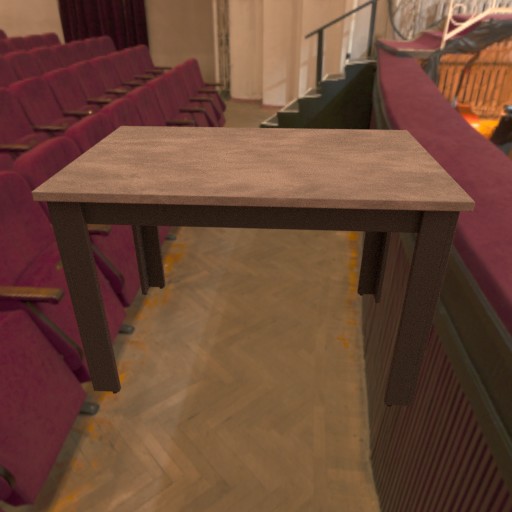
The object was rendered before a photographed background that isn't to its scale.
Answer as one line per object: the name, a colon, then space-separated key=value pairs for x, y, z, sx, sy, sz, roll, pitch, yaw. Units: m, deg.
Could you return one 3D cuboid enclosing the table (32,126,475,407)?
table: x=0.000 y=0.000 z=1.580 sx=1.100 sy=0.734 sz=0.700 roll=2 pitch=30 yaw=3
